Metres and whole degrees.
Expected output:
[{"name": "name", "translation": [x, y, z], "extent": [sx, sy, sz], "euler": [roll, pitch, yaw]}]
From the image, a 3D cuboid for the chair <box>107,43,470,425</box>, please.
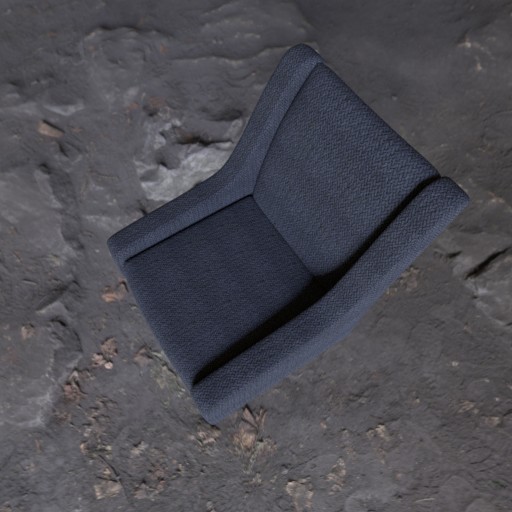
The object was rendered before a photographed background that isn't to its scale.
[{"name": "chair", "translation": [0.000, 0.000, 1.693], "extent": [0.944, 1.012, 0.793], "euler": [-30, 66, -15]}]
